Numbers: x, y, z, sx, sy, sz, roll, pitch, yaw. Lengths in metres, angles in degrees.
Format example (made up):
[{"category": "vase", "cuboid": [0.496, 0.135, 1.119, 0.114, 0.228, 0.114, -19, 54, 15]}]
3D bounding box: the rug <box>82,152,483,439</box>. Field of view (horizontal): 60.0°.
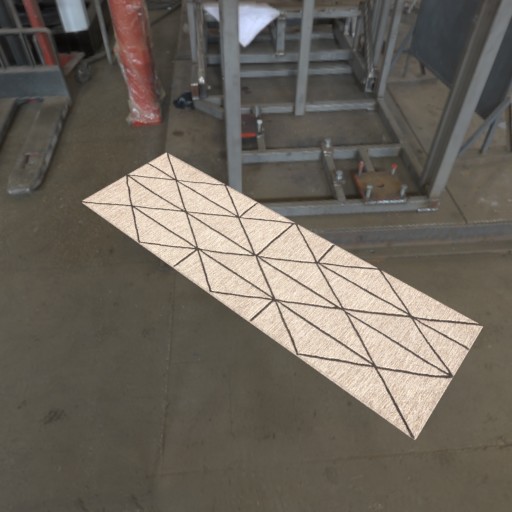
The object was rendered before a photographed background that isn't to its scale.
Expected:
[{"category": "rug", "cuboid": [0.000, 0.000, 2.635, 2.438, 0.012, 0.762, 32, 54, 26]}]
